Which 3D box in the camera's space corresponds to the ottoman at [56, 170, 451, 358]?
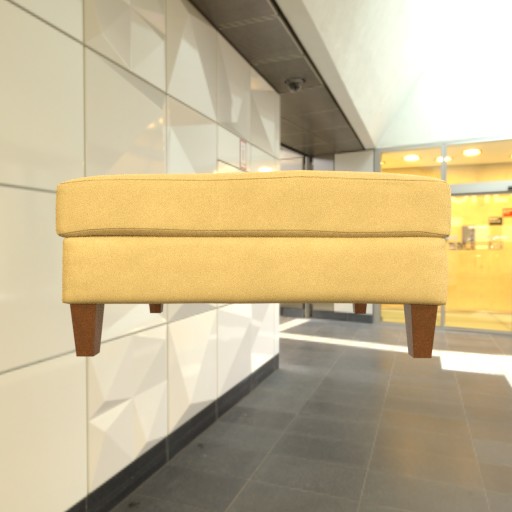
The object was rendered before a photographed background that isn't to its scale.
[{"bbox_3d":[0.000,0.000,1.491,1.002,0.492,0.836,0,1,1],"label":"ottoman"}]
